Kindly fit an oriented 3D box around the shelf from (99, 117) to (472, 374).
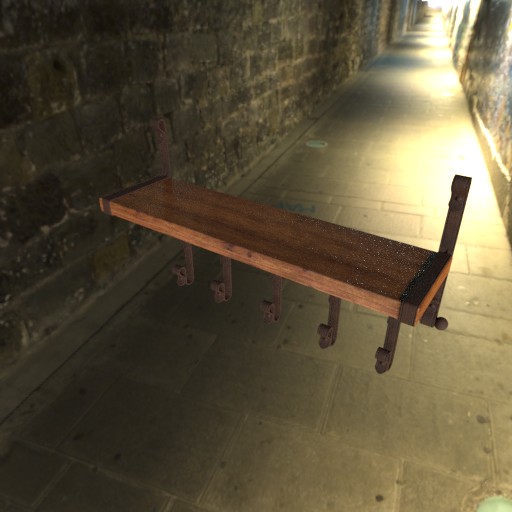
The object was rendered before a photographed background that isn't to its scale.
[{"bbox_3d":[0.000,0.000,0.691,0.567,0.330,0.146,19,35,30],"label":"shelf"}]
